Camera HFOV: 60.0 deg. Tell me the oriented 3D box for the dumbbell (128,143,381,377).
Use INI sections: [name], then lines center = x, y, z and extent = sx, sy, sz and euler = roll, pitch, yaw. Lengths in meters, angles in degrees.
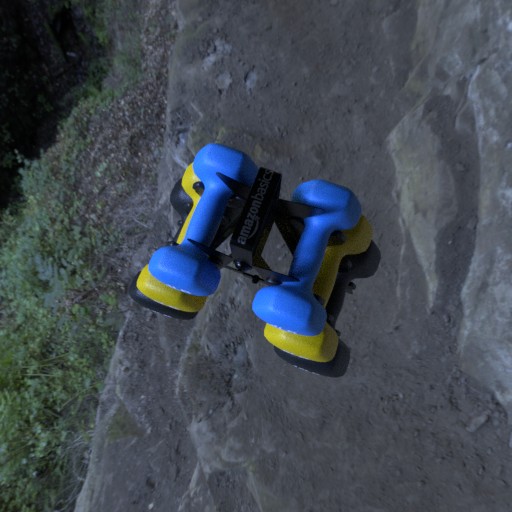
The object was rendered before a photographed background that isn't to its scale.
[dumbbell]
center = 0.000, 0.000, 0.672
extent = 0.409, 0.426, 0.255
euler = 20, 77, 5
